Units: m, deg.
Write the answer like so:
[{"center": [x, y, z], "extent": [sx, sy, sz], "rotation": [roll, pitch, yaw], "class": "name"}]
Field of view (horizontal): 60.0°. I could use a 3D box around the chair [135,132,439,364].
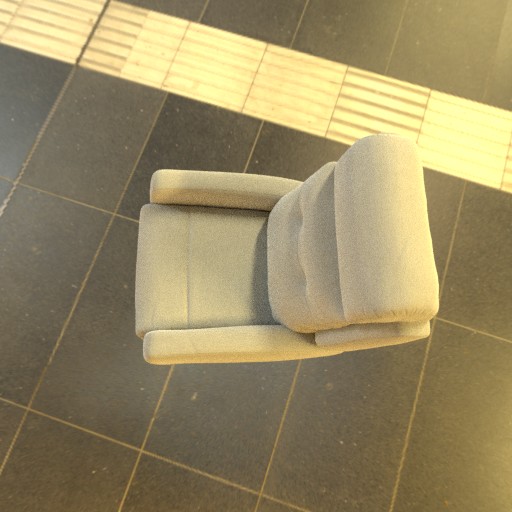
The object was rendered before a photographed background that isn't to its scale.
[{"center": [0.000, 0.000, 1.735], "extent": [1.043, 1.013, 0.798], "rotation": [-1, 75, 0], "class": "chair"}]
